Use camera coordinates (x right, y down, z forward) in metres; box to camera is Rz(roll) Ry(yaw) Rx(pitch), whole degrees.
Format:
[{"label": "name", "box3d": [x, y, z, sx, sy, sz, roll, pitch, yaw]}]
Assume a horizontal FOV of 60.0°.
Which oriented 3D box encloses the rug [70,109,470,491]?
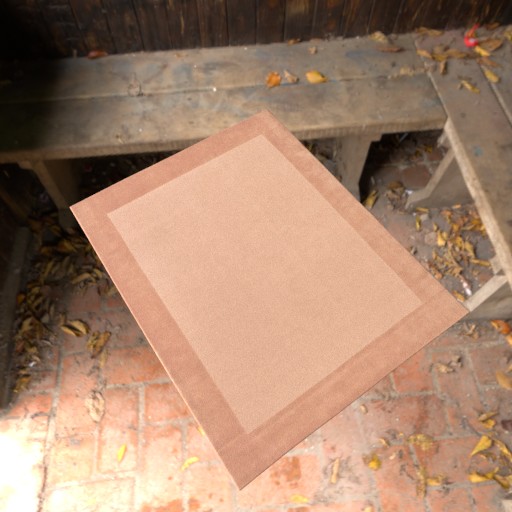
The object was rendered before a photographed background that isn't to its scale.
[{"label": "rug", "box3d": [0.000, 0.000, 4.146, 2.431, 0.021, 3.057, -31, 65, -16]}]
